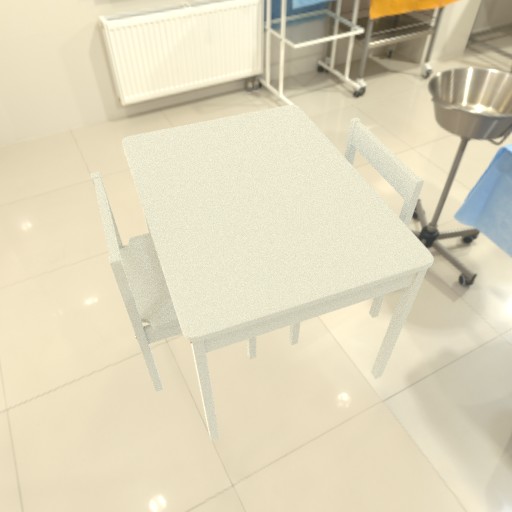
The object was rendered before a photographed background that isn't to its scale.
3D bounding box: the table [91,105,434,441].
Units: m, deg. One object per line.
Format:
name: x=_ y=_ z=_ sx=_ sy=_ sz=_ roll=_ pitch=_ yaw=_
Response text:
table: x=0.000 y=0.000 z=1.148 sx=0.672 sy=0.503 sz=0.650 roll=-16 pitch=49 yaw=-14
